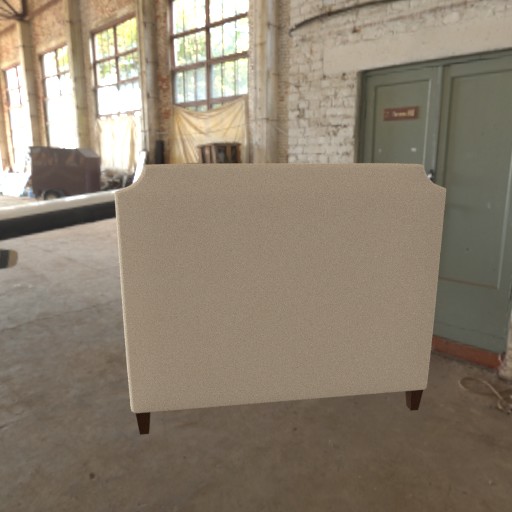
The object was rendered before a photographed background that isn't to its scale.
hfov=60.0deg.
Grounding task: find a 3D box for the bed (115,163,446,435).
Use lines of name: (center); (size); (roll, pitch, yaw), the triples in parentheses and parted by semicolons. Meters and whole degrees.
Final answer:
bed: (0.000, 0.000, 3.459); (1.712, 1.443, 2.365); (-2, 13, -8)
